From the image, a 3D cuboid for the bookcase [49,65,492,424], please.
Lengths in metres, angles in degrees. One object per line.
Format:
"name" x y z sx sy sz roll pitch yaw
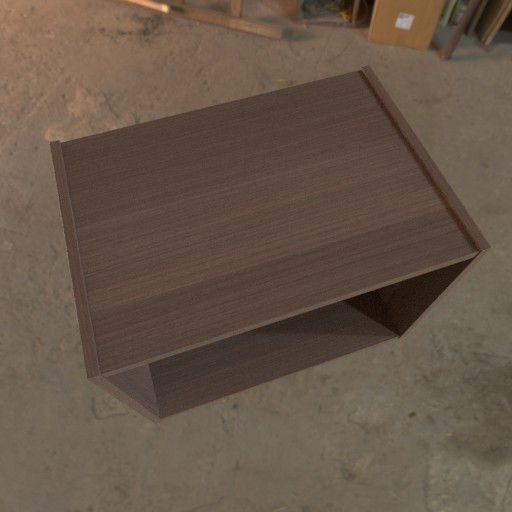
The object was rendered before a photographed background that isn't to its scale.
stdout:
"bookcase" 0.000 0.000 0.623 0.415 0.305 0.290 -17 63 -9
